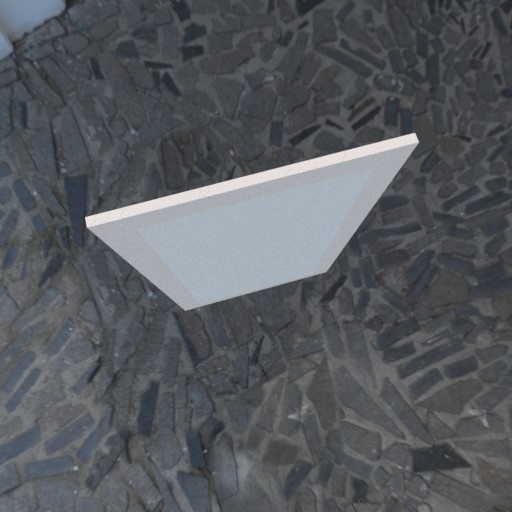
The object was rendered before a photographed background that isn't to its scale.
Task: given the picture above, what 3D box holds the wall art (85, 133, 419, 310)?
[{"bbox_3d":[0.000,0.000,0.821,0.380,0.683,0.013,-15,76,-4],"label":"wall art"}]
